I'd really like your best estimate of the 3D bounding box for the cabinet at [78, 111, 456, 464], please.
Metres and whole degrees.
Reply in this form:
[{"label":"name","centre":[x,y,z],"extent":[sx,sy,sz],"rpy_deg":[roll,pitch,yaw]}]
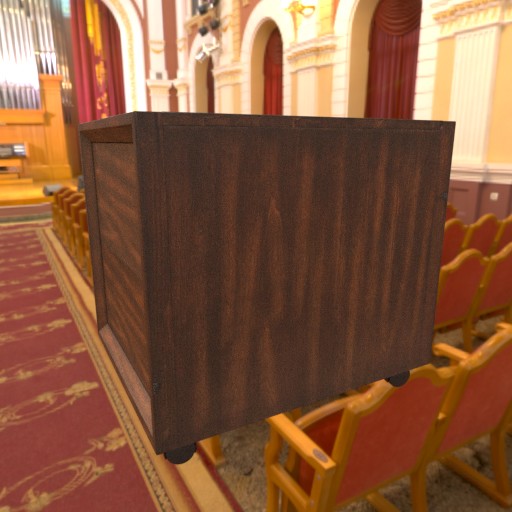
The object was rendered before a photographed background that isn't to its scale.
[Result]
[{"label":"cabinet","centre":[0.000,0.000,0.789],"extent":[0.500,0.455,0.402],"rpy_deg":[-8,16,-28]}]
